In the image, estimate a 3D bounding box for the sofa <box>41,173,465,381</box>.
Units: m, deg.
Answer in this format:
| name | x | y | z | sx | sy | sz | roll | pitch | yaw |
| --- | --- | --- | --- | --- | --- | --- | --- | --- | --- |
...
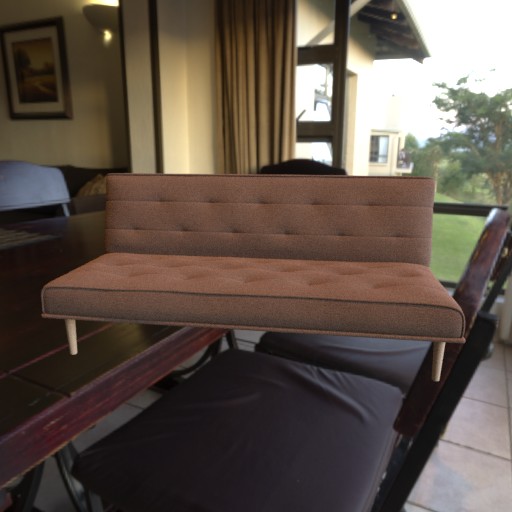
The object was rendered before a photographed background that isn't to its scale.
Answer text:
| name | x | y | z | sx | sy | sz | roll | pitch | yaw |
| --- | --- | --- | --- | --- | --- | --- | --- | --- | --- |
| sofa | 0.000 | 0.000 | 2.306 | 1.820 | 0.810 | 1.038 | 2 | 14 | 8 |
